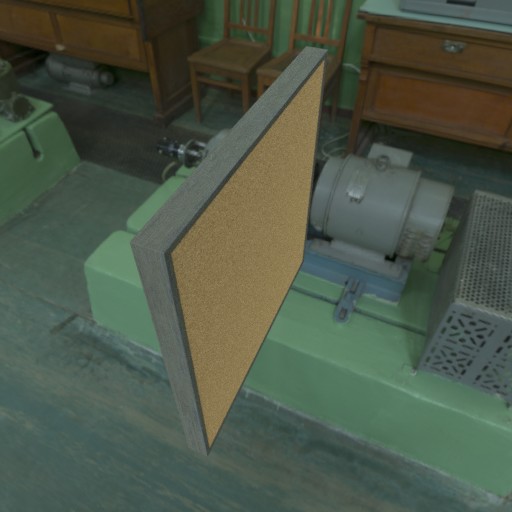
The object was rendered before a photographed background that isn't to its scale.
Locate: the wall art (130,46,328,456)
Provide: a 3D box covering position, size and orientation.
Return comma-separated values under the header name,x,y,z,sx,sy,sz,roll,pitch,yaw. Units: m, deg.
name,x,y,z,sx,sy,sz,roll,pitch,yaw
wall art,0.000,0.000,0.753,0.037,0.507,0.507,17,49,16
